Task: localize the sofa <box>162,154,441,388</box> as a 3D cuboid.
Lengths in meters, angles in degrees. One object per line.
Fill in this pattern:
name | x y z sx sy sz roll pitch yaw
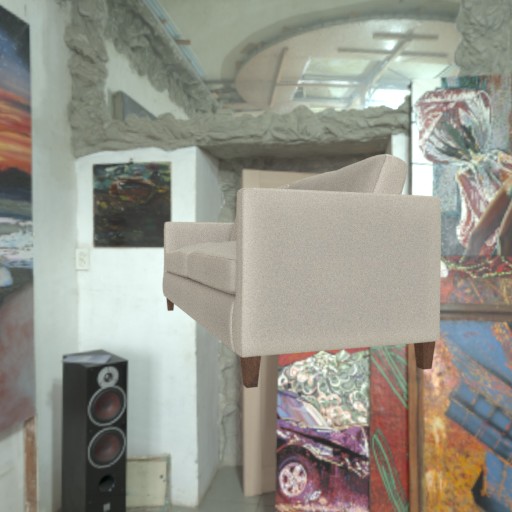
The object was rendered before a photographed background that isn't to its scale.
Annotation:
sofa | 0.000 0.000 2.895 0.951 0.968 2.361 0 1 -19
